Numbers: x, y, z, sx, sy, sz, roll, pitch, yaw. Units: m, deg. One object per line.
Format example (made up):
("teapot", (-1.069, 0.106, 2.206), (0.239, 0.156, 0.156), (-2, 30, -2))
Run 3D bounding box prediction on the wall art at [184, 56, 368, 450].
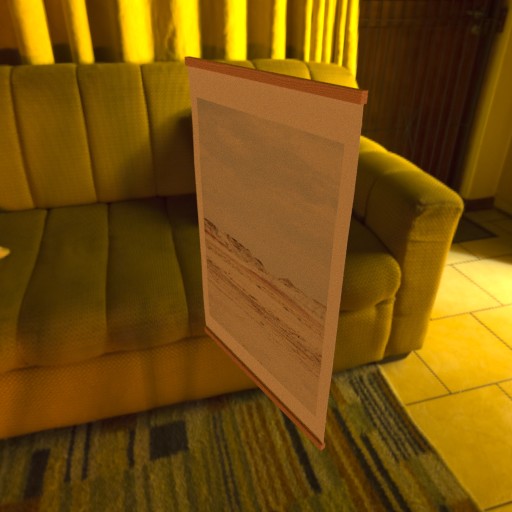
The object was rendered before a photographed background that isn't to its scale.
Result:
("wall art", (0.000, 0.000, 1.948), (0.025, 1.521, 1.011), (-20, 36, -31))
